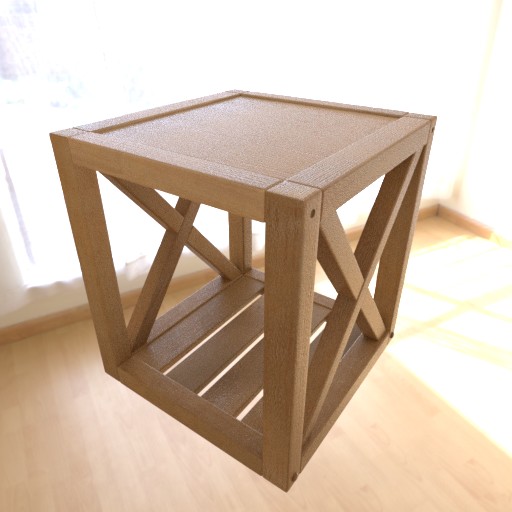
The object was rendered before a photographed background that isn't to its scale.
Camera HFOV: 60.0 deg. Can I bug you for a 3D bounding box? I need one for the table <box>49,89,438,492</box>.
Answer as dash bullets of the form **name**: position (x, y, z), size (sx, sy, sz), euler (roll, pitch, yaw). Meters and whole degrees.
- **table**: position (0.000, 0.000, 1.031), size (0.558, 0.610, 0.559), euler (20, 36, 30)
